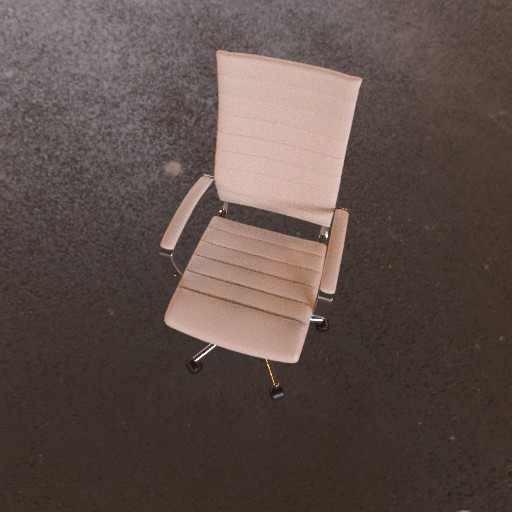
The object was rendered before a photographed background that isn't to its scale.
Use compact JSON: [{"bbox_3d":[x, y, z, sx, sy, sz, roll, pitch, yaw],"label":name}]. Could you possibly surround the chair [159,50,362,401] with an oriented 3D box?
[{"bbox_3d":[0.000,0.000,1.597,0.679,1.149,0.679,15,60,9],"label":"chair"}]
